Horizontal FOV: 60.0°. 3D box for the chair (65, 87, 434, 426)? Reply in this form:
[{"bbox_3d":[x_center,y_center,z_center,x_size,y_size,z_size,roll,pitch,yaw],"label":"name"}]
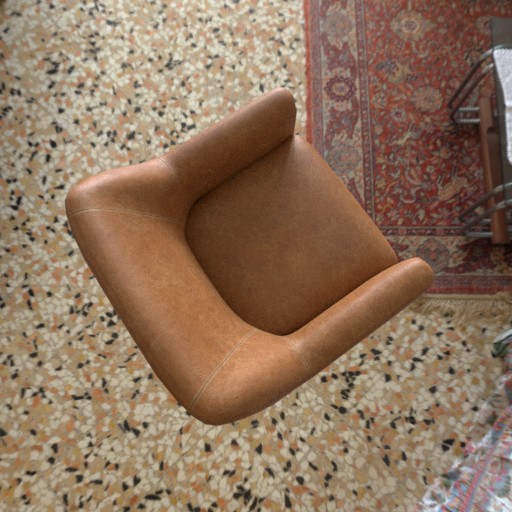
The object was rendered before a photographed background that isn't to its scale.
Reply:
[{"bbox_3d":[0.000,0.000,1.864,1.034,0.980,1.037,-34,79,-8],"label":"chair"}]
